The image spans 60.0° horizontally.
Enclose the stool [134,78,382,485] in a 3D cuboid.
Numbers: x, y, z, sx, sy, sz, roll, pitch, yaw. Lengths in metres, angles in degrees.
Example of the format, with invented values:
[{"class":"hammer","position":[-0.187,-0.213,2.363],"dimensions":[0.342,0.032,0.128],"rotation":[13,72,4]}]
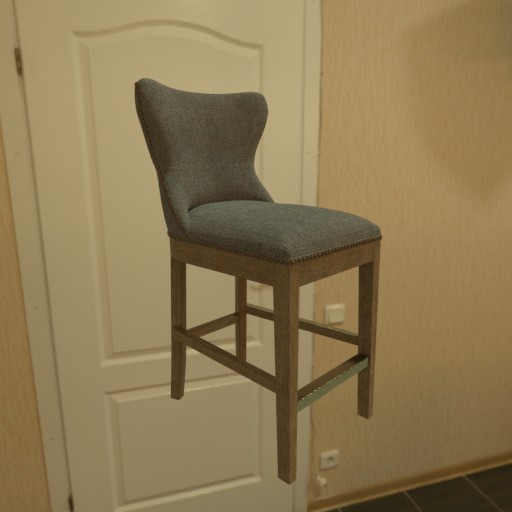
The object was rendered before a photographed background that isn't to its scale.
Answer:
[{"class":"stool","position":[0.000,0.000,1.307],"dimensions":[0.608,0.981,0.498],"rotation":[13,18,42]}]
